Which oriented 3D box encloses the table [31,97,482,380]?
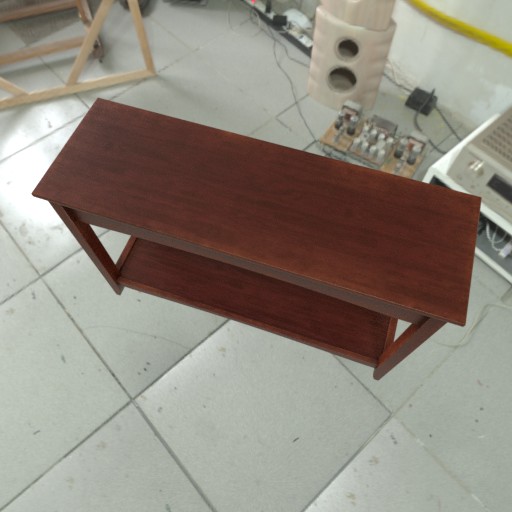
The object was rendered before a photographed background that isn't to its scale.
[{"bbox_3d":[0.000,0.000,1.554,1.188,0.739,0.392,17,64,8],"label":"table"}]
